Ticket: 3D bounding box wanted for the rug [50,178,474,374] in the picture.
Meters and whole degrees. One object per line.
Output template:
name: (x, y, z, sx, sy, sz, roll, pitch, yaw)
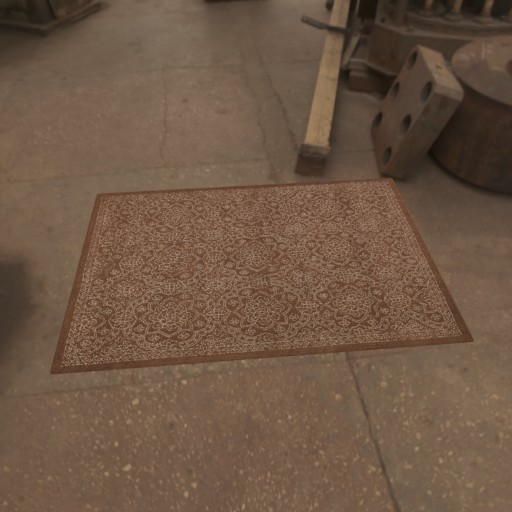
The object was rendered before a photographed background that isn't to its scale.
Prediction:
rug: (0.000, 0.000, 2.321, 1.829, 0.010, 1.219, -4, 46, -4)
